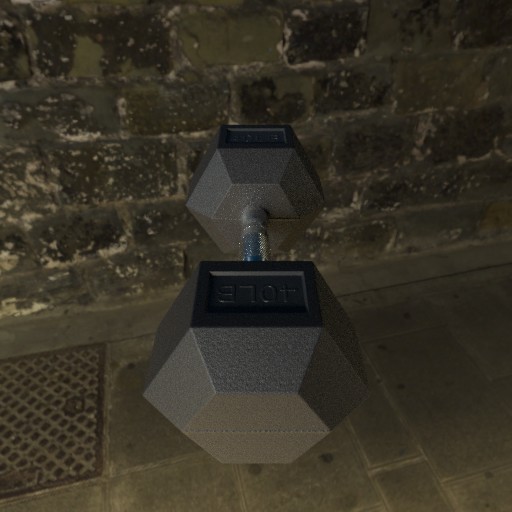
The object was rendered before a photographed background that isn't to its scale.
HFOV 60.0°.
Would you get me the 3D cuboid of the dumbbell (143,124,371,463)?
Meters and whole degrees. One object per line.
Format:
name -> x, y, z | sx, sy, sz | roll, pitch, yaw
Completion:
dumbbell -> 0.000, 0.000, 0.425 | 0.157, 0.137, 0.361 | 0, 39, 0
